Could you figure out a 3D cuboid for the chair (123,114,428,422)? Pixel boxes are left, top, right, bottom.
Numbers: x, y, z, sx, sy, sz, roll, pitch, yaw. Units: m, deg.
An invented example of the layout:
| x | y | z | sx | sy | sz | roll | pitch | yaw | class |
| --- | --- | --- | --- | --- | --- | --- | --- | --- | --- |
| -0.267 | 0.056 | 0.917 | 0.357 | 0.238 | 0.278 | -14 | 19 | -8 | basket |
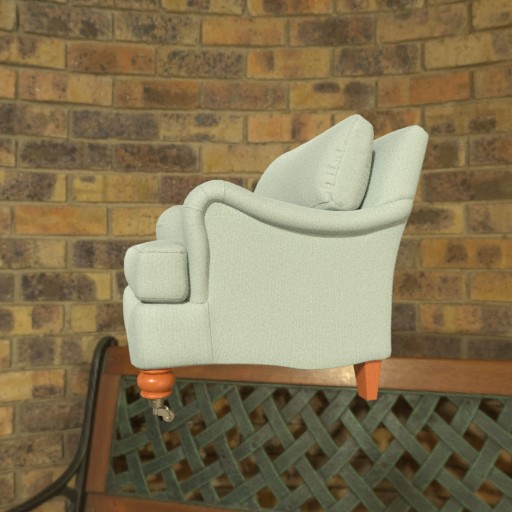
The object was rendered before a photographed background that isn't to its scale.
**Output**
| x | y | z | sx | sy | sz | roll | pitch | yaw | class |
| --- | --- | --- | --- | --- | --- | --- | --- | --- | --- |
| 0.000 | 0.000 | 1.880 | 1.070 | 1.038 | 0.955 | 0 | 1 | -18 | chair |
